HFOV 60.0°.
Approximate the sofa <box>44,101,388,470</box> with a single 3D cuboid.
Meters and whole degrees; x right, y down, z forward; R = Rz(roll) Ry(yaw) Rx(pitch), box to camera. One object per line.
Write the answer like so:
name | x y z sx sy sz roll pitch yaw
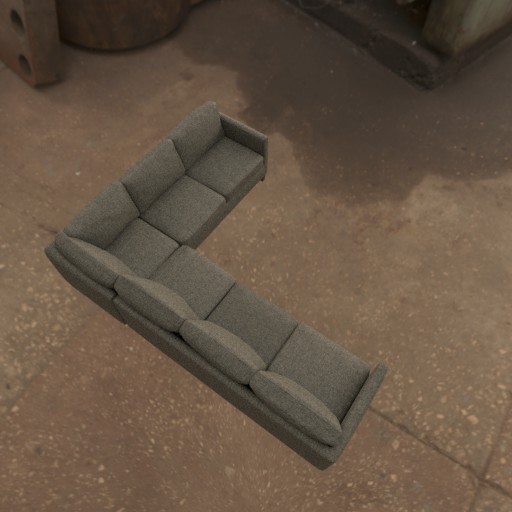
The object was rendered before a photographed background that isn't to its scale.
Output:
sofa | 0.000 0.000 4.545 3.302 0.947 2.593 31 64 18
